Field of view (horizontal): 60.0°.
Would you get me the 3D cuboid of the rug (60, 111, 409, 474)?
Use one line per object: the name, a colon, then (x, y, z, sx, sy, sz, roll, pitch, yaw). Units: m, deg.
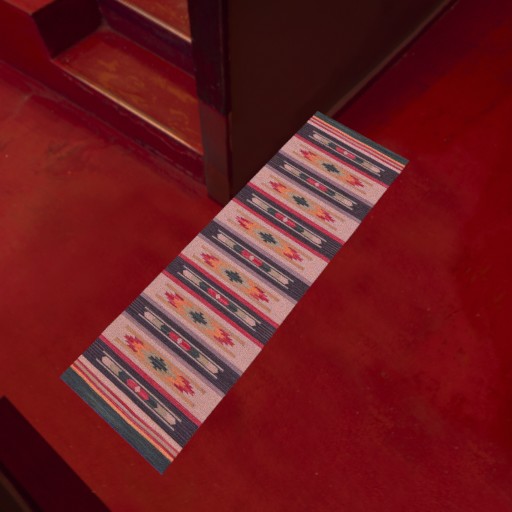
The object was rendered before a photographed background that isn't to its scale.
rug: (0.000, 0.000, 2.695, 0.760, 0.009, 2.440, 35, 68, 16)
